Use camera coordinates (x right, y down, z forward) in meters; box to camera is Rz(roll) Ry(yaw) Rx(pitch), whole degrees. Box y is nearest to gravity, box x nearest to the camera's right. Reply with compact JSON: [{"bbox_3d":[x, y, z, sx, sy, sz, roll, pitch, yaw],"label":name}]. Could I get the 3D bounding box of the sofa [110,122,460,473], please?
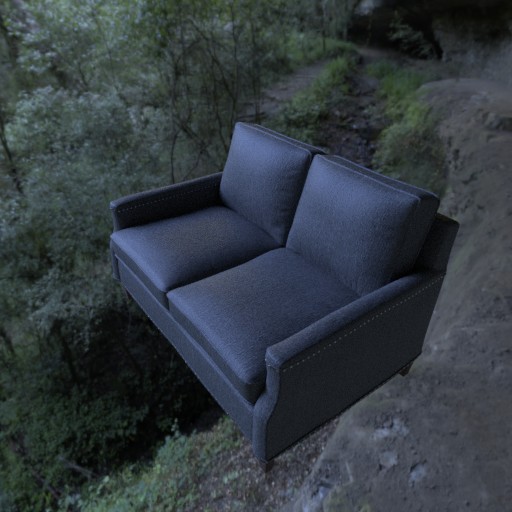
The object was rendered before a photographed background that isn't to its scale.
[{"bbox_3d":[0.000,0.000,2.316,1.084,1.003,1.597,-21,38,-30],"label":"sofa"}]
